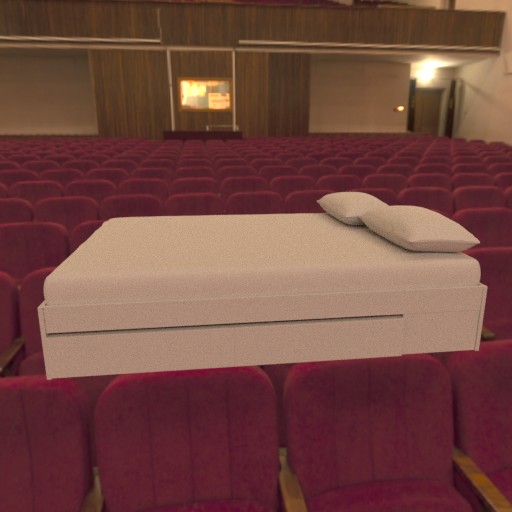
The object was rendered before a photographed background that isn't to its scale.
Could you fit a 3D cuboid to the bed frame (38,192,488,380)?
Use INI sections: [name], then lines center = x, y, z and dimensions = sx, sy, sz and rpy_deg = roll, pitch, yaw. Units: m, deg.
[bed frame]
center = 0.000, 0.000, 2.586
dimensions = 1.950, 0.629, 1.450
rpy_deg = -2, 15, -7
